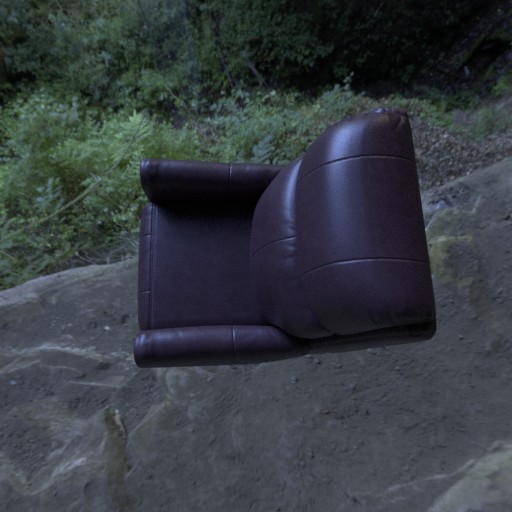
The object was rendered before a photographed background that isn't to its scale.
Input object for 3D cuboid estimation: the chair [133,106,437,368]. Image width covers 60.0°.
[{"bbox_3d":[0.000,0.000,1.768,1.014,1.054,0.838,-2,76,0],"label":"chair"}]
